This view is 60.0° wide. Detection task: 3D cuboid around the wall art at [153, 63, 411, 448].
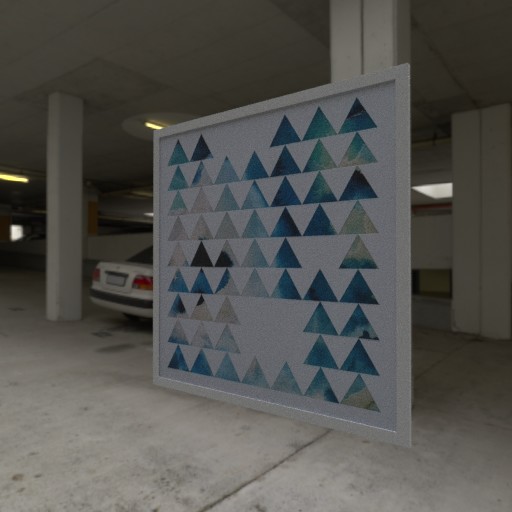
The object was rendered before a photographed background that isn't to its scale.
[{"bbox_3d":[0.000,0.000,0.663,0.456,0.456,0.007,0,-1,37],"label":"wall art"}]
